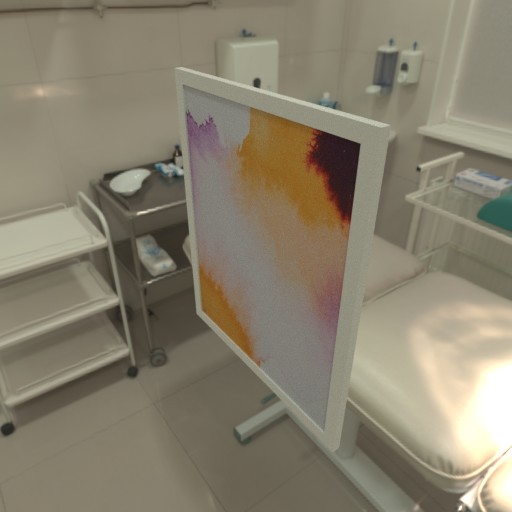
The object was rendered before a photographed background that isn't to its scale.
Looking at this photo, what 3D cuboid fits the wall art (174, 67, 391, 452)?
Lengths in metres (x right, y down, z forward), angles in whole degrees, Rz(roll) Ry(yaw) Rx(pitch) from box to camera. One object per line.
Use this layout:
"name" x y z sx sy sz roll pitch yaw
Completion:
"wall art" 0.000 0.000 0.636 0.013 0.456 0.382 -21 38 -30
